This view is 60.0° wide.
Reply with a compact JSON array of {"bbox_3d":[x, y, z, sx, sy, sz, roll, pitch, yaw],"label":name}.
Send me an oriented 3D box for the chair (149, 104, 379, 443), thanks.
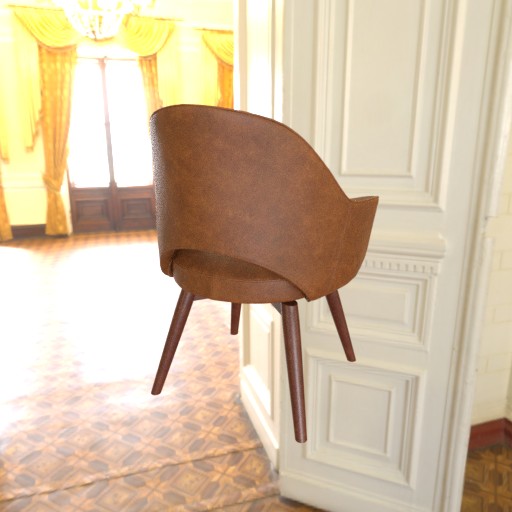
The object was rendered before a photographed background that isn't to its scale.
[{"bbox_3d":[0.000,0.000,1.254,0.591,0.777,0.640,8,17,26],"label":"chair"}]
